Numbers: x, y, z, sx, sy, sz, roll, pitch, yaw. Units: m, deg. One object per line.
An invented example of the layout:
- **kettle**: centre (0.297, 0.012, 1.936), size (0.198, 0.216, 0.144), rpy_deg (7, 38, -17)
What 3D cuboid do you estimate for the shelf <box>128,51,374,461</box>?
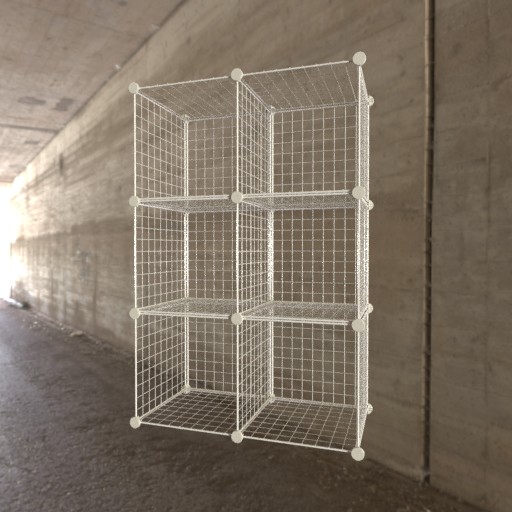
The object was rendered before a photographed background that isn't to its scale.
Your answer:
- **shelf**: centre (0.000, 0.000, 1.430), size (0.711, 1.067, 0.356), rpy_deg (0, 1, 18)
